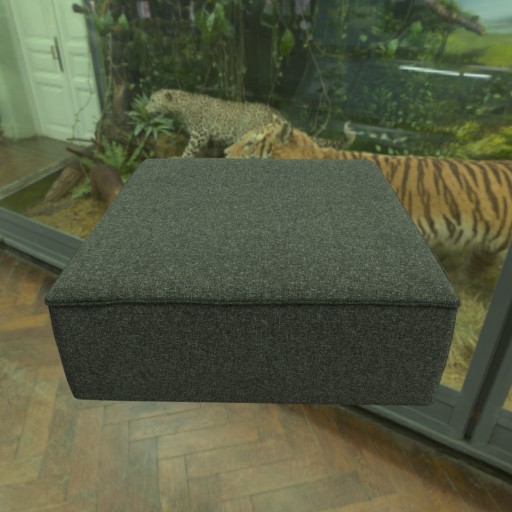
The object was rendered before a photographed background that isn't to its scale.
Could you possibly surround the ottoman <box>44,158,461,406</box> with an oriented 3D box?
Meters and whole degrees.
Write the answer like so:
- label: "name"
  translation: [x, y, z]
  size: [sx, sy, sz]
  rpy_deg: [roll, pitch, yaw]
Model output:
- label: "ottoman"
  translation: [0.000, 0.000, 1.550]
  size: [1.017, 0.423, 1.021]
  rpy_deg: [1, 31, 1]
